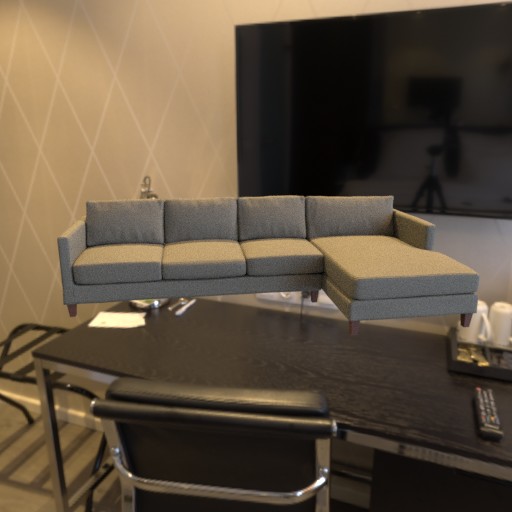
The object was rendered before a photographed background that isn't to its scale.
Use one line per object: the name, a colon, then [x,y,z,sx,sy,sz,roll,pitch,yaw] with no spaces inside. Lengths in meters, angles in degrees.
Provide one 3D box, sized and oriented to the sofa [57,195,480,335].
sofa: [0.000,0.000,3.834,3.186,0.861,1.625,-2,16,-9]
